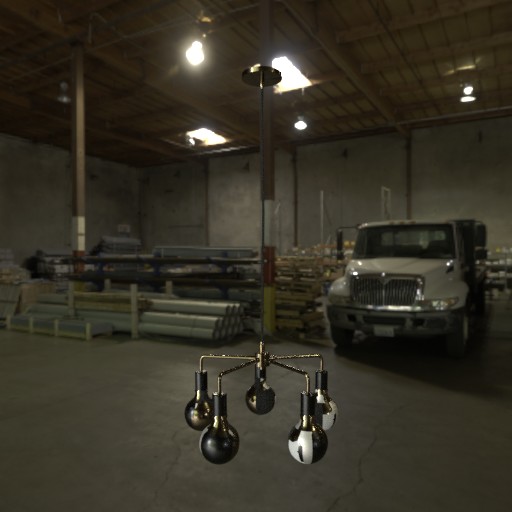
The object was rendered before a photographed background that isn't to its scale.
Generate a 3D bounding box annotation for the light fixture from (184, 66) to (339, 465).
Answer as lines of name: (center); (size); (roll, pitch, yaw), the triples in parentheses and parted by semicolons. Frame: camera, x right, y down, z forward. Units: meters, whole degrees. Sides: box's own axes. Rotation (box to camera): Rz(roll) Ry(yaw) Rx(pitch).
light fixture: (0.000, 0.000, 1.212); (0.421, 0.988, 0.438); (0, 0, 17)
